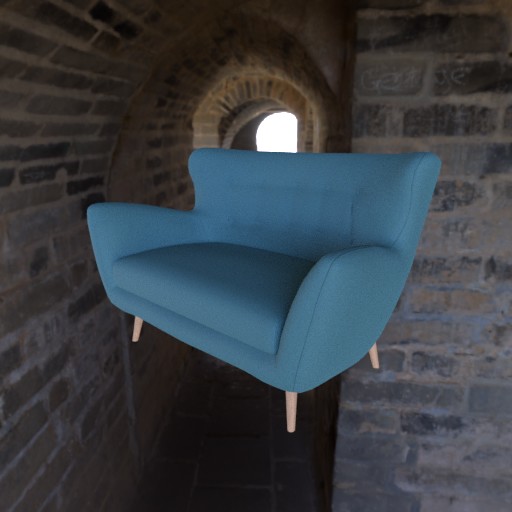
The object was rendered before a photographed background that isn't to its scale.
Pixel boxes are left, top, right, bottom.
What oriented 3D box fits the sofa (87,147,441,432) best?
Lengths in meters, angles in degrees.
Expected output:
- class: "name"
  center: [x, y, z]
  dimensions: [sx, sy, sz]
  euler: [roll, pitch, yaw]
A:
- class: "sofa"
  center: [0.000, 0.000, 1.916]
  dimensions: [1.397, 0.889, 0.889]
  euler: [14, 20, 42]
